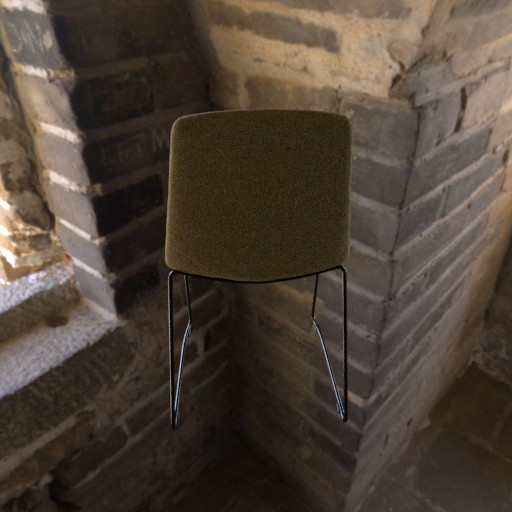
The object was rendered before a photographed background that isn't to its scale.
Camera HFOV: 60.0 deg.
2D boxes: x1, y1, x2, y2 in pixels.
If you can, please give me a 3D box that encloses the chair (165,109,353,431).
[{"bbox_3d":[0.000,0.000,1.155,0.479,0.849,0.496,-2,31,-3],"label":"chair"}]
